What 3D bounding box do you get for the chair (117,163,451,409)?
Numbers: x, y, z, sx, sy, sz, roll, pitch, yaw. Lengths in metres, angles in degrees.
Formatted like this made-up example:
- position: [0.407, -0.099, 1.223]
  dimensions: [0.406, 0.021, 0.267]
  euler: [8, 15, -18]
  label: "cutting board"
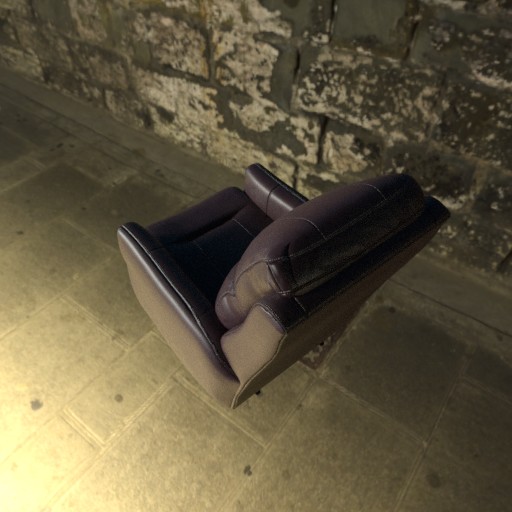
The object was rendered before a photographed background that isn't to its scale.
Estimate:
- position: [0.000, 0.000, 1.775]
  dimensions: [0.829, 1.030, 1.080]
  euler: [-30, 53, -26]
  label: "chair"
